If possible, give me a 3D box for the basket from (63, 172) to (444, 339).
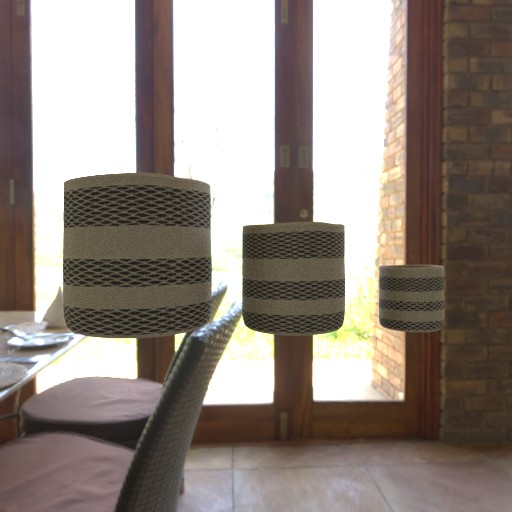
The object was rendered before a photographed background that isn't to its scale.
[{"bbox_3d":[0.000,0.000,1.091,0.917,0.356,0.351,0,1,0],"label":"basket"}]
